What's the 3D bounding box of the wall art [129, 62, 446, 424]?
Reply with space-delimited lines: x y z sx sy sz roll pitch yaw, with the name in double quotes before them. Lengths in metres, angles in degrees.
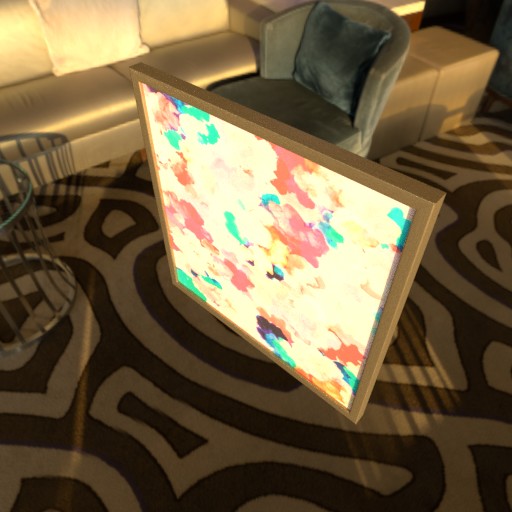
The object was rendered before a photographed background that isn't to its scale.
"wall art" 0.000 0.000 1.134 0.767 0.765 0.036 32 53 28
